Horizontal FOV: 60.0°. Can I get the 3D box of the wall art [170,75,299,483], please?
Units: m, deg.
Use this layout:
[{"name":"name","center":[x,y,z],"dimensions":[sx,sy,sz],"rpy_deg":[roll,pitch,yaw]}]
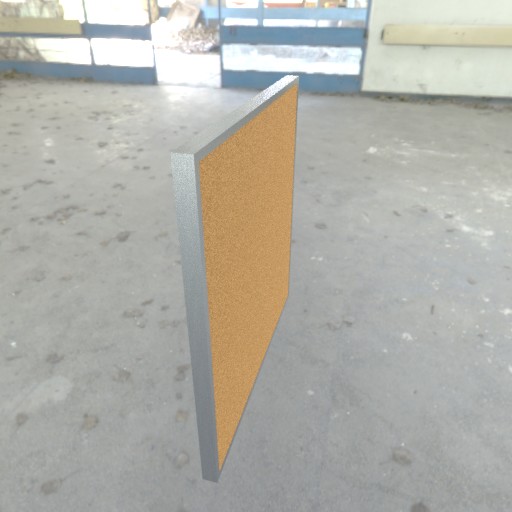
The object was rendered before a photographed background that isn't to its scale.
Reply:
[{"name":"wall art","center":[0.000,0.000,1.203],"dimensions":[0.038,0.806,0.806],"rpy_deg":[8,31,14]}]
